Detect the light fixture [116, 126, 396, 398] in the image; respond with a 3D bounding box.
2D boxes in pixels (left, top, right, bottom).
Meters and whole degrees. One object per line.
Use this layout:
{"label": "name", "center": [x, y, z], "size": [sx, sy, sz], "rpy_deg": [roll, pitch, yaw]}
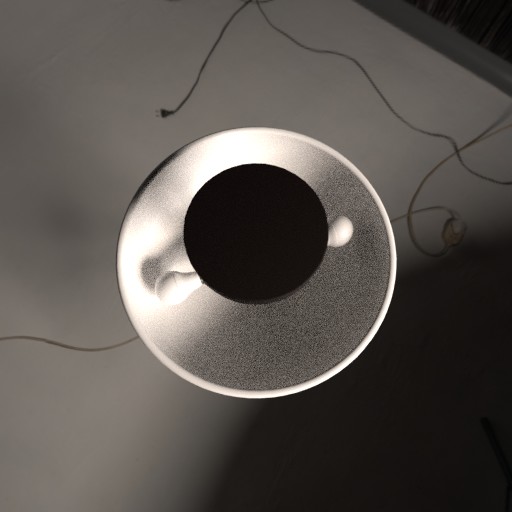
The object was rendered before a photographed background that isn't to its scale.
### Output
{"label": "light fixture", "center": [0.000, 0.000, 0.544], "size": [0.331, 0.212, 0.331], "rpy_deg": [0, 75, 0]}
